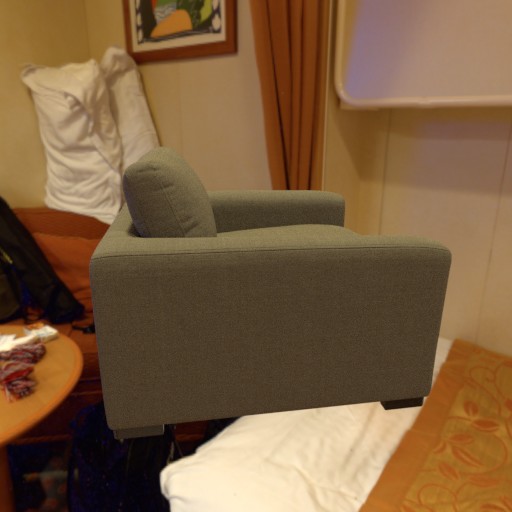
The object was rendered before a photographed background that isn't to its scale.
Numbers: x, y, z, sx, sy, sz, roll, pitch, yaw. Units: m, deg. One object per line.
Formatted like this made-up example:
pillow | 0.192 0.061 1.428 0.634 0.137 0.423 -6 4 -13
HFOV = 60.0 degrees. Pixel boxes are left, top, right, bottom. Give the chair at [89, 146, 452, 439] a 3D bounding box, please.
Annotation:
chair | 0.000 0.000 1.826 1.100 0.847 1.070 -3 17 -9
